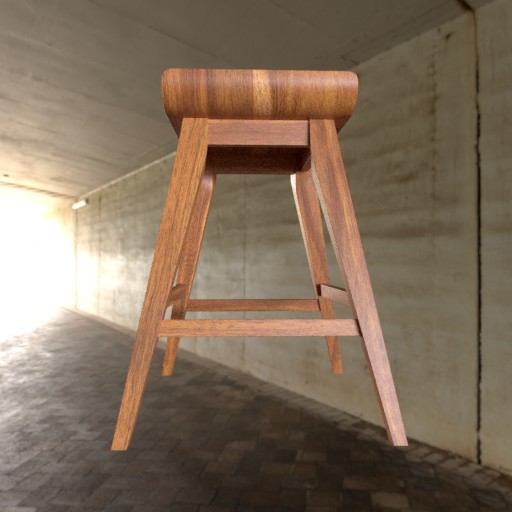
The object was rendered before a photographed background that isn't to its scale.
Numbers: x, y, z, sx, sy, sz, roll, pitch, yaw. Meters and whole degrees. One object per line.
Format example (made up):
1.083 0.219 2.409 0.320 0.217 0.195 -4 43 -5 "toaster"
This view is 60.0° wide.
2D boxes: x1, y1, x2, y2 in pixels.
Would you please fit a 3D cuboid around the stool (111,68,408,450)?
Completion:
0.000 0.000 0.997 0.500 0.650 0.500 0 -1 -2 "stool"
